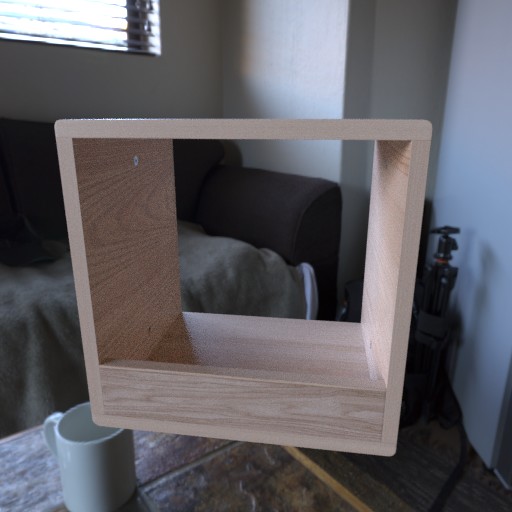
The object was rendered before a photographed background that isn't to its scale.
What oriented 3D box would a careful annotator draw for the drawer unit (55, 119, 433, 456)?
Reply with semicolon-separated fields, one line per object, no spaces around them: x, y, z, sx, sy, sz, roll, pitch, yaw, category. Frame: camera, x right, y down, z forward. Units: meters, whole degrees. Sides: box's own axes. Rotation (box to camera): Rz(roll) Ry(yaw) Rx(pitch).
0.000;0.000;0.583;0.344;0.344;0.290;3;18;8;drawer unit
